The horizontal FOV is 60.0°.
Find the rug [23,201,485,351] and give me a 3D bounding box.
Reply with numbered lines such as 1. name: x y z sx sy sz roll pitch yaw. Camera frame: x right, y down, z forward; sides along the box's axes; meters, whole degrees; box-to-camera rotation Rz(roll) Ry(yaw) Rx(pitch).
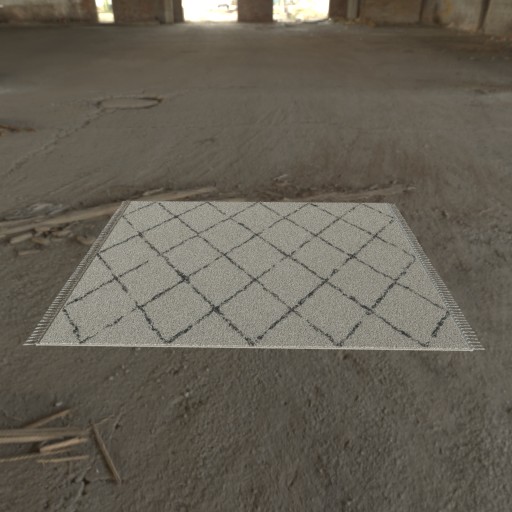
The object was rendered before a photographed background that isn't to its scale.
1. rug: 0.000 0.000 3.943 3.051 0.013 2.380 1 30 1
